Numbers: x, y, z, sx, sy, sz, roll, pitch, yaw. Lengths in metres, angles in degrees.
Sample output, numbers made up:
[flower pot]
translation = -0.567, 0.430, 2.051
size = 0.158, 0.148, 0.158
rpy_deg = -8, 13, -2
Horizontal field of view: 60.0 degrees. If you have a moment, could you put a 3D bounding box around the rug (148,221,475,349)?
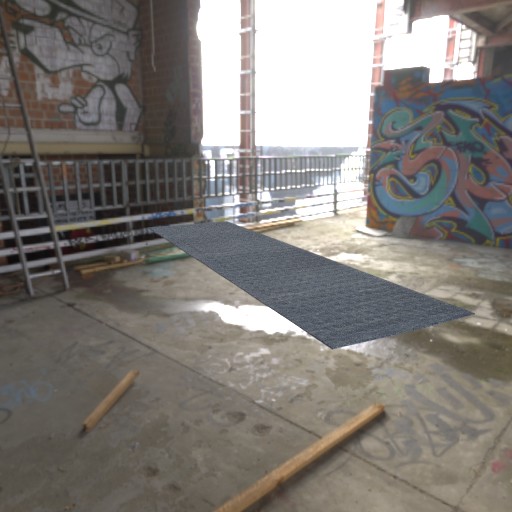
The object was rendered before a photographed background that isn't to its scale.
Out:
[rug]
translation = 0.000, 0.000, 2.624
size = 0.688, 0.008, 2.443
rpy_deg = -7, 16, -26
